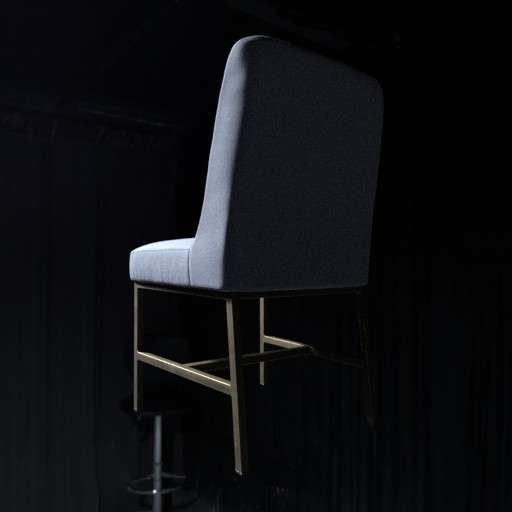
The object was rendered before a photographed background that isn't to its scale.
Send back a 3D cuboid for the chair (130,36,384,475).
[{"bbox_3d":[0.000,0.000,1.215,0.508,0.889,0.587,1,-1,-37],"label":"chair"}]
